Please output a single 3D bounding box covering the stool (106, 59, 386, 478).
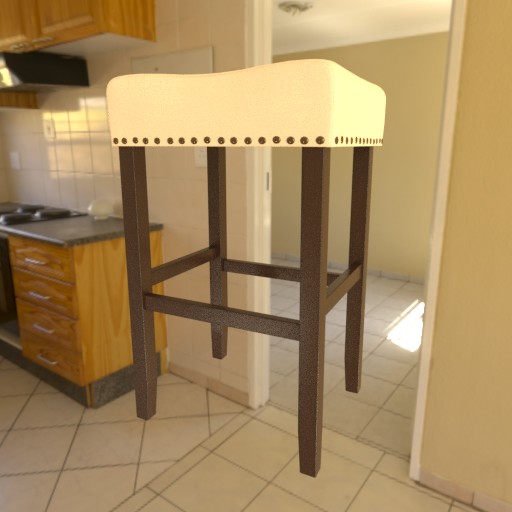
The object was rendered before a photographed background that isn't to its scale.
[{"bbox_3d":[0.000,0.000,1.023,0.471,0.762,0.401,7,16,26],"label":"stool"}]
